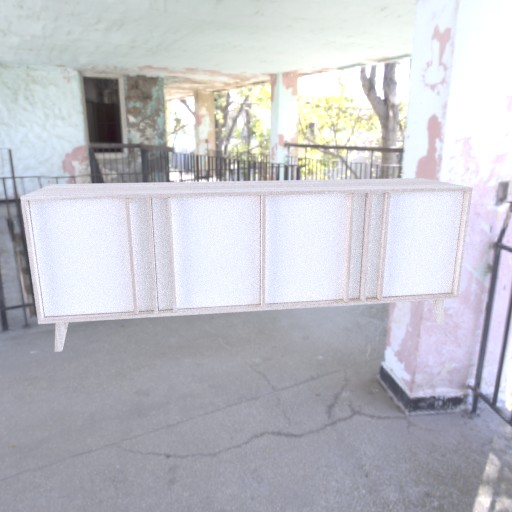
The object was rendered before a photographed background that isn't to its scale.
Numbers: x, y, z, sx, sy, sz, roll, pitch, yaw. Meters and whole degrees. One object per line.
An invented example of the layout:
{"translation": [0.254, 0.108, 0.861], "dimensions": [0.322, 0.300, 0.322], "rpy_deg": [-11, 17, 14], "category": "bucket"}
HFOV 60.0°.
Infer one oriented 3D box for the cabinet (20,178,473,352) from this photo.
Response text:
{"translation": [0.000, 0.000, 2.477], "dimensions": [2.200, 0.780, 0.500], "rpy_deg": [-2, 16, -9], "category": "cabinet"}
